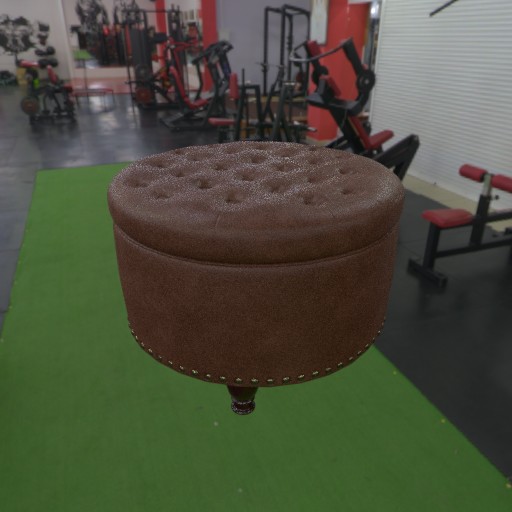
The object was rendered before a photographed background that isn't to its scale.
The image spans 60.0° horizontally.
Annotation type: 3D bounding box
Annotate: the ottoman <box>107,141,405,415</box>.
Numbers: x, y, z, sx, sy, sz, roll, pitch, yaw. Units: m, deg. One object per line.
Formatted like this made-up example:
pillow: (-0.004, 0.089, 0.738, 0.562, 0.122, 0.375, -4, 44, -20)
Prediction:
ottoman: (0.000, 0.000, 1.069, 0.637, 0.442, 0.637, 0, 26, 0)
